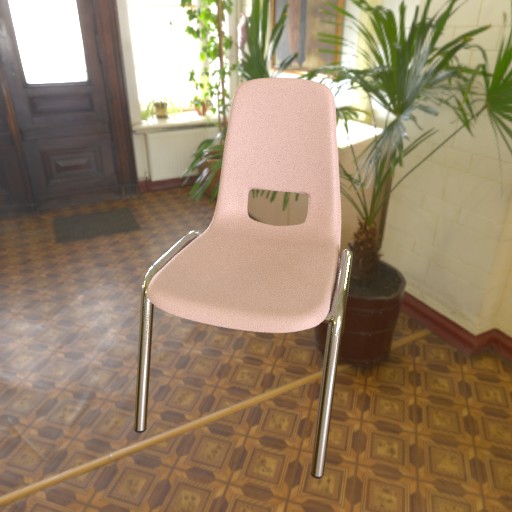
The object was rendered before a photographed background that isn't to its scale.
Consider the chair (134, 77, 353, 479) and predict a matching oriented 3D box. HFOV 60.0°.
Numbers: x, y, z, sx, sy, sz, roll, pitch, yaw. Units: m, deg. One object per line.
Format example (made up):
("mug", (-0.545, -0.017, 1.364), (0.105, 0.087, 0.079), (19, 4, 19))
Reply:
("chair", (0.000, 0.000, 0.826), (0.354, 0.586, 0.423), (8, 28, 15))
